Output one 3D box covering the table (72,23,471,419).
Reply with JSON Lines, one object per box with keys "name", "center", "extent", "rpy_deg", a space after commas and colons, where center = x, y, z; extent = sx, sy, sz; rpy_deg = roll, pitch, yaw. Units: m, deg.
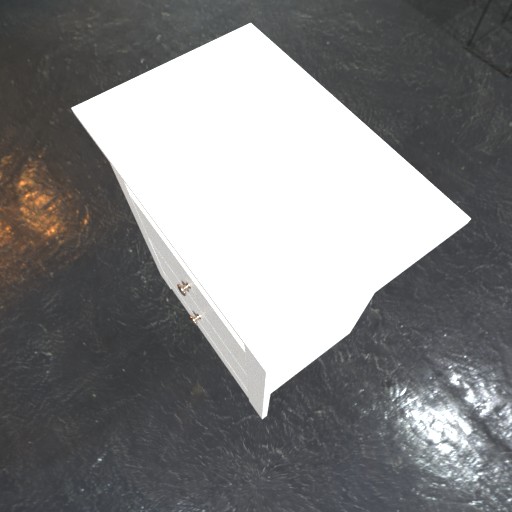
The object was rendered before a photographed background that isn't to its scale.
{"name": "table", "center": [0.000, 0.000, 1.066], "extent": [0.406, 0.711, 0.589], "rpy_deg": [-33, 67, -16]}
